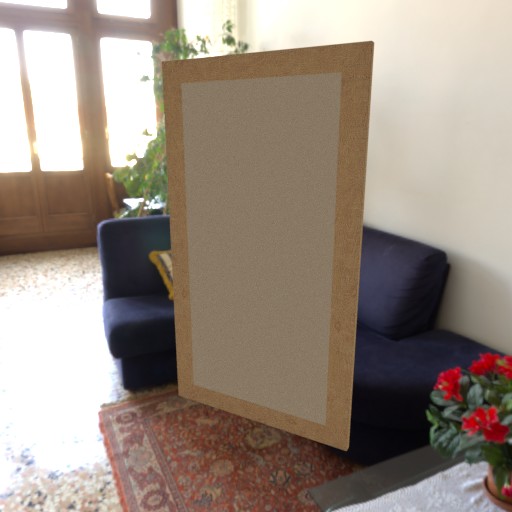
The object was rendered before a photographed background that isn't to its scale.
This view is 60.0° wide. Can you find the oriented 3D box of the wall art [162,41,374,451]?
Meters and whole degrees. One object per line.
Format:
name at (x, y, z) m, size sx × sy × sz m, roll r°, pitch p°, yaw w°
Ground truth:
wall art at (0.000, 0.000, 0.809) m, size 0.381 × 0.683 × 0.013 m, roll 8°, pitch 17°, yaw 27°
